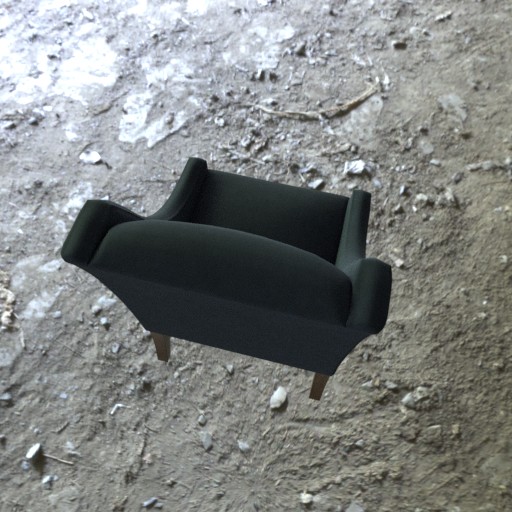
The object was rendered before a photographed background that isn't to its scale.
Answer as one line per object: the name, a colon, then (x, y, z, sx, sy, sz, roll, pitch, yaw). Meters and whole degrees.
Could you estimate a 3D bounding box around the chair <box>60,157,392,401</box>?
chair: (0.000, 0.000, 1.312, 0.629, 0.895, 0.629, 13, 63, 7)
